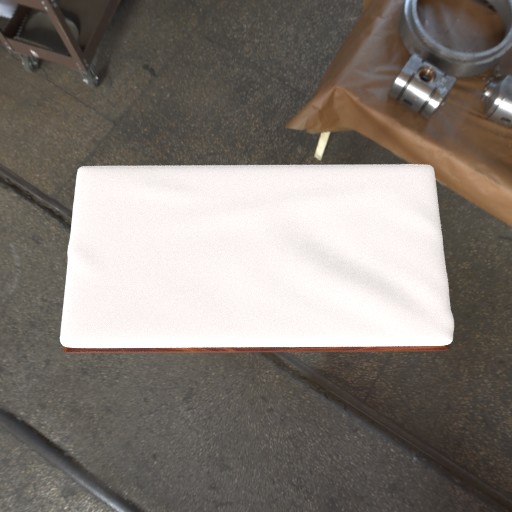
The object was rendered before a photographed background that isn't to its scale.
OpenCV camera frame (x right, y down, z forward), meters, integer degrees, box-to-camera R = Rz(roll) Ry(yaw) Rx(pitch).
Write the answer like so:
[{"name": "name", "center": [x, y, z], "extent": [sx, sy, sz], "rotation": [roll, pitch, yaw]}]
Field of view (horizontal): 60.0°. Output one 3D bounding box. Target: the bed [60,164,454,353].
[{"name": "bed", "center": [0.000, 0.000, 2.242], "extent": [1.860, 0.312, 0.940], "rotation": [0, 76, 0]}]
